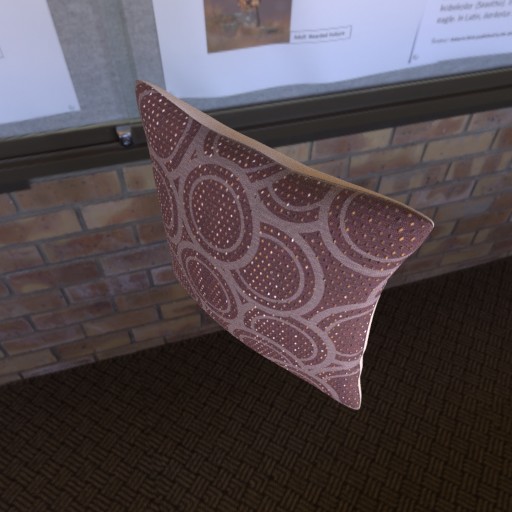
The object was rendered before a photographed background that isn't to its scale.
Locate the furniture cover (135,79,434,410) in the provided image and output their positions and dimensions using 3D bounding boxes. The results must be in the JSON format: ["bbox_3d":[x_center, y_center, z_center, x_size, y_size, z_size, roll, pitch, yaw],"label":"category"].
[{"bbox_3d":[0.000,0.000,0.822,0.552,0.509,0.193,33,55,27],"label":"furniture cover"}]
